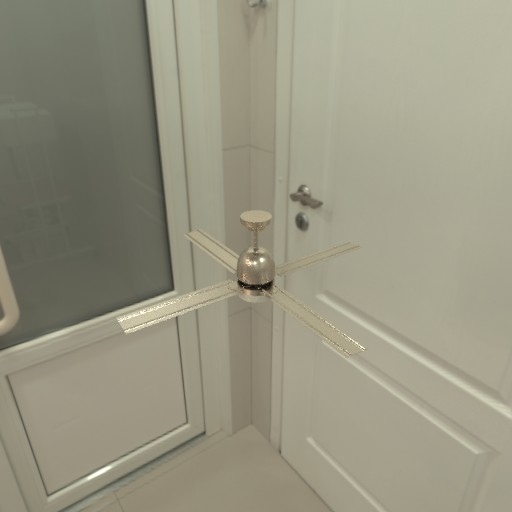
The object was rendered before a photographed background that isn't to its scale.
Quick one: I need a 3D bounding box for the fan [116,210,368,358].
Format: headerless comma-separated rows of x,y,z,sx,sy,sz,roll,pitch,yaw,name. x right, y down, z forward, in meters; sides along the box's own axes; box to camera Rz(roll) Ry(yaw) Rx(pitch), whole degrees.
0.000,0.000,2.094,1.346,0.406,1.346,-19,33,-32,fan
